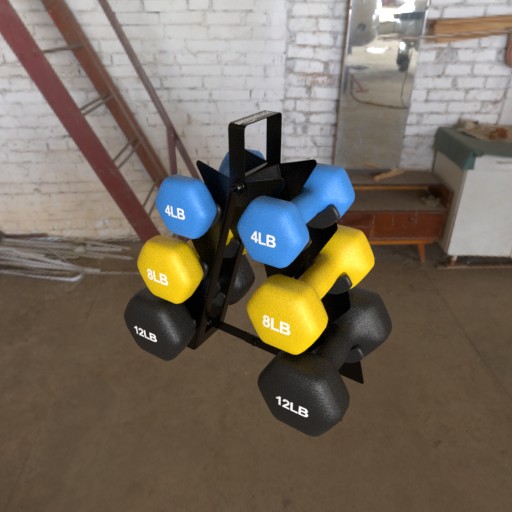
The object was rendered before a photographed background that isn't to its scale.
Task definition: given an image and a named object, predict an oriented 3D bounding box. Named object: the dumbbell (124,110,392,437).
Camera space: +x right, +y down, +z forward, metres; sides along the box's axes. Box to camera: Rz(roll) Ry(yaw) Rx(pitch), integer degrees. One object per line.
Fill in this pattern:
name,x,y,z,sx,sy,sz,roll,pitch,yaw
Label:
dumbbell,0.000,0.000,0.693,0.409,0.426,0.255,18,35,28
